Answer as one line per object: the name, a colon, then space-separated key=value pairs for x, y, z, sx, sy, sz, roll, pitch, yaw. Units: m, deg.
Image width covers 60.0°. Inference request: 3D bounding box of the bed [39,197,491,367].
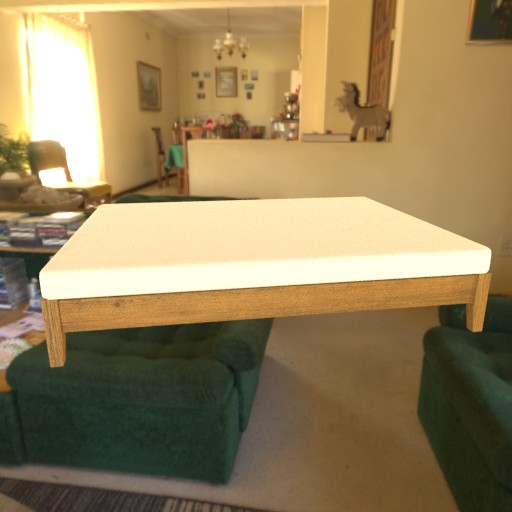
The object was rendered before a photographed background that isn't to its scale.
bed: x=0.000 y=0.000 z=2.679 sx=2.016 sy=0.431 sz=1.536 roll=-3 pitch=17 yaw=-9
